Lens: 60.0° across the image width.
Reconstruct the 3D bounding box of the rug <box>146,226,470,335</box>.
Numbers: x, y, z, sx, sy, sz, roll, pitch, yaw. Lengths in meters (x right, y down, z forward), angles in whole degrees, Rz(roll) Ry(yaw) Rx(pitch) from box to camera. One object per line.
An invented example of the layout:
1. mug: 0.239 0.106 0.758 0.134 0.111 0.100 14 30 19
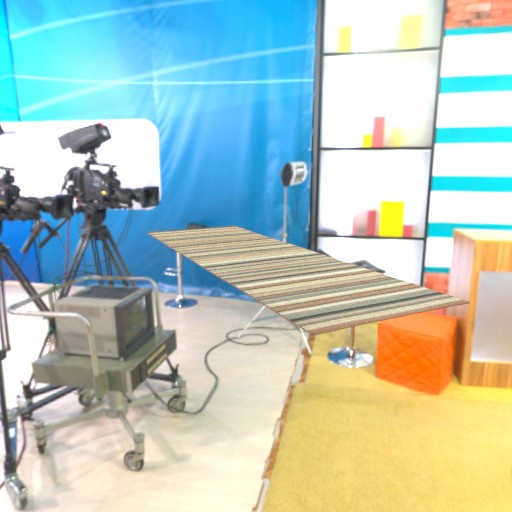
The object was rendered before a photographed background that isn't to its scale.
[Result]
1. rug: 0.000 0.000 2.756 0.799 0.010 2.444 -6 14 -26
